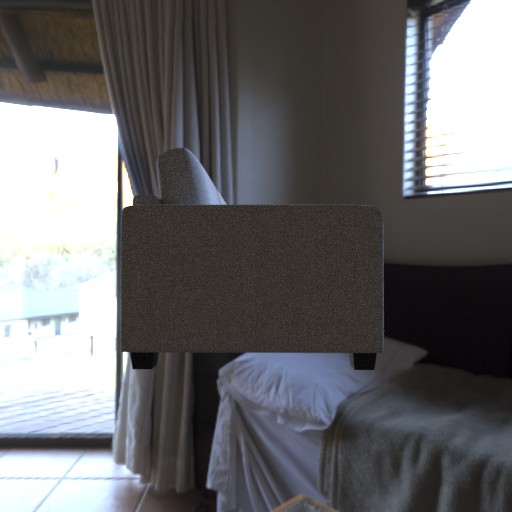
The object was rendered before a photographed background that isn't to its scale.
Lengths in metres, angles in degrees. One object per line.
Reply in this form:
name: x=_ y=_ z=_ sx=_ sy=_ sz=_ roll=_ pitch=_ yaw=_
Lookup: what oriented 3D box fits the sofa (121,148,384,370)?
sofa: x=0.000 y=0.000 z=2.535 sx=0.900 sy=0.800 sz=2.120 roll=0 pitch=-1 yaw=1
